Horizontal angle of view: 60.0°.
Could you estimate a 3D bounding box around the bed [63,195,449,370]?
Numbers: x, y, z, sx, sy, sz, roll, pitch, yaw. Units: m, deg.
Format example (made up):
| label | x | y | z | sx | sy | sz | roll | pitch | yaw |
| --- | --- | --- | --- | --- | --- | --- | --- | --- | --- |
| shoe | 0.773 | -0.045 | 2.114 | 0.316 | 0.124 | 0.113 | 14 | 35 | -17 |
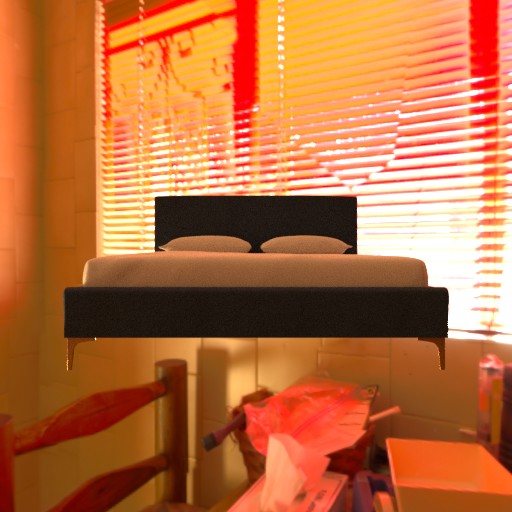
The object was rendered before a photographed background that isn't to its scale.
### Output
| label | x | y | z | sx | sy | sz | roll | pitch | yaw |
| --- | --- | --- | --- | --- | --- | --- | --- | --- | --- |
| bed | 0.000 | 0.000 | 3.503 | 2.096 | 1.231 | 2.232 | 0 | 0 | 0 |
